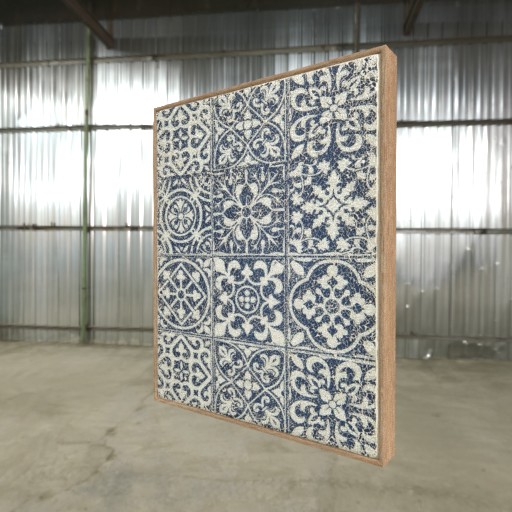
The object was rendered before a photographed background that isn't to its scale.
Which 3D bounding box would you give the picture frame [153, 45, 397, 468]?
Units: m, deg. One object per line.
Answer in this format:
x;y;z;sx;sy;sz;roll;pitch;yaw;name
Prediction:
0.000;0.000;0.692;0.424;0.526;0.043;1;1;36;picture frame
